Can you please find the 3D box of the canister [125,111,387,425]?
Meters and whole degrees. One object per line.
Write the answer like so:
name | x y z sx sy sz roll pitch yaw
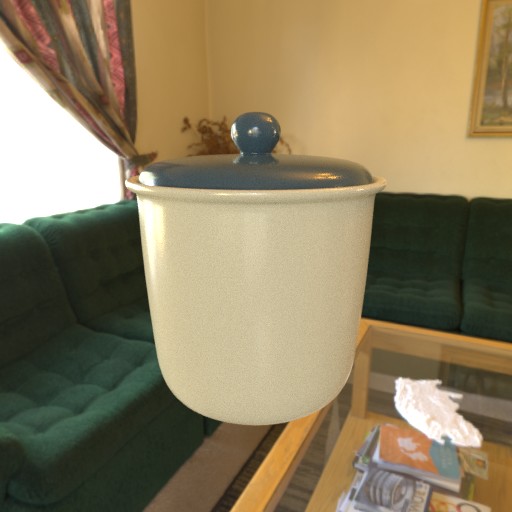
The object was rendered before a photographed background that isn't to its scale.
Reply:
canister | 0.000 0.000 0.335 0.182 0.208 0.182 0 15 0
